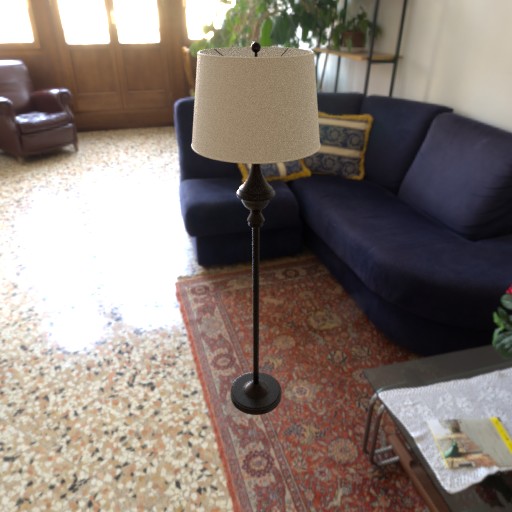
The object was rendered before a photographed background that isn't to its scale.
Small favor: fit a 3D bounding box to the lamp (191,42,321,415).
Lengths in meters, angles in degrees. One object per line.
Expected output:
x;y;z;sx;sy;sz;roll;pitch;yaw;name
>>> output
0.000;0.000;1.702;0.431;1.484;0.431;0;29;0;lamp
